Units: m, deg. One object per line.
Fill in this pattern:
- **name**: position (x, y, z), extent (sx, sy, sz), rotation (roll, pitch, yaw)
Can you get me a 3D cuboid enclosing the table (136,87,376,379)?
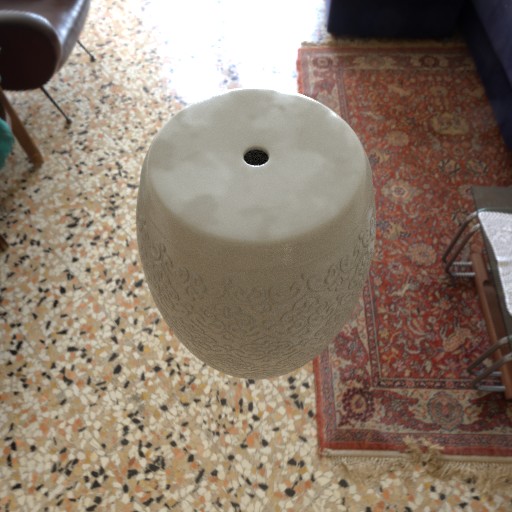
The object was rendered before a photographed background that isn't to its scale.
- **table**: position (0.000, 0.000, 0.633), extent (0.309, 0.397, 0.309), rotation (0, 58, 0)
